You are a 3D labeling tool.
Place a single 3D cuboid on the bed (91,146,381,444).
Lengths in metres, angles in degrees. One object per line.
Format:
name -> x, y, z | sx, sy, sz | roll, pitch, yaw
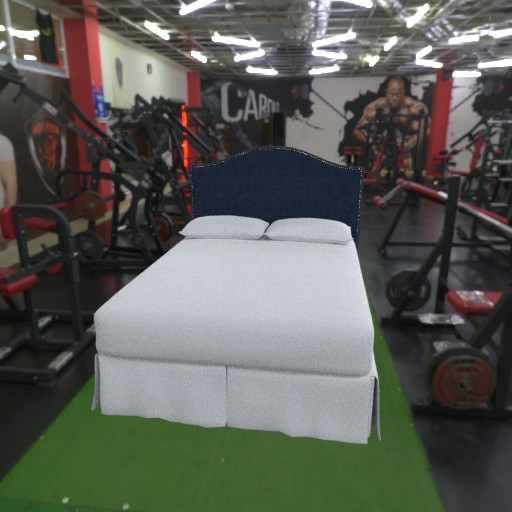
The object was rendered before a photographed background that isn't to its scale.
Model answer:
bed -> 0.000, 0.000, 3.353 | 1.725, 1.518, 2.153 | 3, 17, 8
